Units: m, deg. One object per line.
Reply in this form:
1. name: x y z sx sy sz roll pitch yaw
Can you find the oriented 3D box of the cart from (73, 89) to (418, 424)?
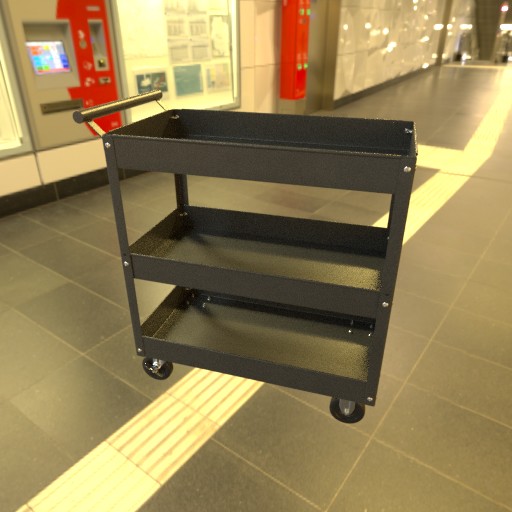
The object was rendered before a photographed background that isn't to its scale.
1. cart: 0.000 0.000 1.196 0.719 0.780 0.366 8 29 15
